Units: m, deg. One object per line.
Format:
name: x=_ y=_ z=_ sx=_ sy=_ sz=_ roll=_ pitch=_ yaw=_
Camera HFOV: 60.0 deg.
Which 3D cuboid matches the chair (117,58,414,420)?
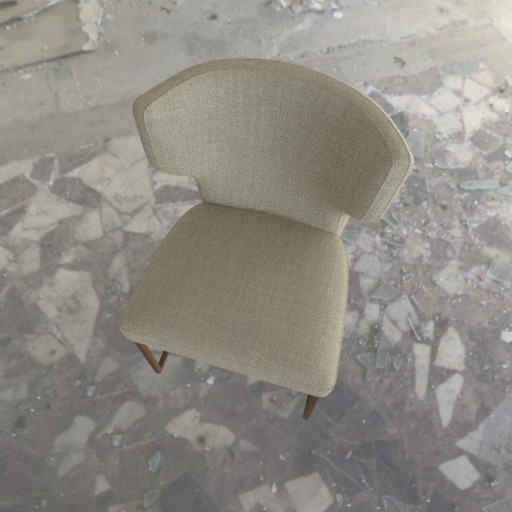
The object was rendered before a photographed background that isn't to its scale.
chair: x=0.000 y=0.000 z=1.216 sx=0.611 sy=0.824 sz=0.617 roll=15 pitch=61 yaw=8
